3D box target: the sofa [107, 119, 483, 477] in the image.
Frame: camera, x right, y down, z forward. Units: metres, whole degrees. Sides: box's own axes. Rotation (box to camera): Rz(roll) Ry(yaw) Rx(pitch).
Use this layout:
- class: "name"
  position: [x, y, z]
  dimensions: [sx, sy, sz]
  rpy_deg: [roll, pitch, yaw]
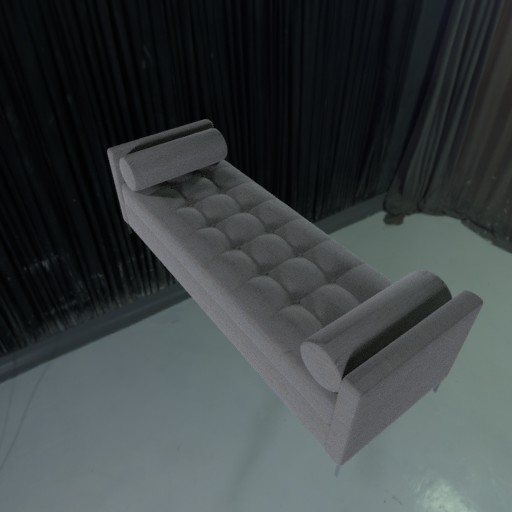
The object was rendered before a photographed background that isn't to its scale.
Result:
- class: "sofa"
  position: [0.000, 0.000, 2.303]
  dimensions: [0.686, 0.635, 1.981]
  rpy_deg: [-26, 48, -27]
